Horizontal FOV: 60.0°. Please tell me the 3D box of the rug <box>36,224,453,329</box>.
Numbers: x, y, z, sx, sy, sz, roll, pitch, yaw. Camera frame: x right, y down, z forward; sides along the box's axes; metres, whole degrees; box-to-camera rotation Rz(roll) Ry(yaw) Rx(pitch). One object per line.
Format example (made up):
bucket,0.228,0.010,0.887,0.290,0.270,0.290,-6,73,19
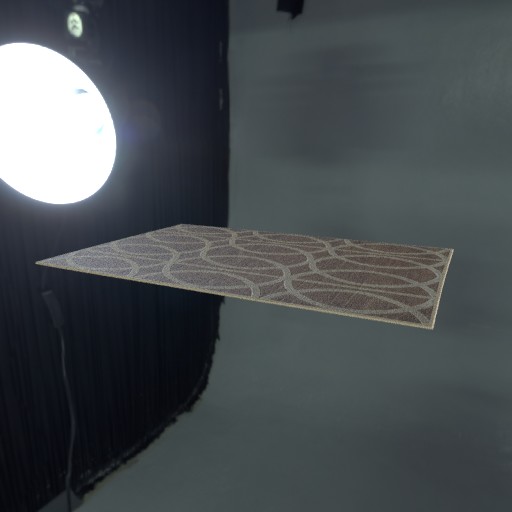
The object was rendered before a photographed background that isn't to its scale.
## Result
rug,0.000,0.000,2.887,2.290,0.014,1.526,7,16,25
